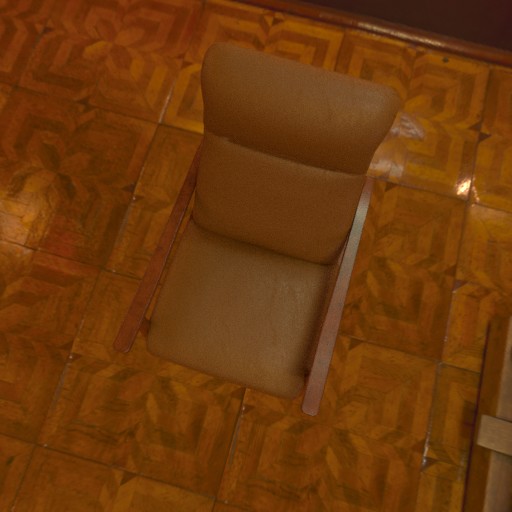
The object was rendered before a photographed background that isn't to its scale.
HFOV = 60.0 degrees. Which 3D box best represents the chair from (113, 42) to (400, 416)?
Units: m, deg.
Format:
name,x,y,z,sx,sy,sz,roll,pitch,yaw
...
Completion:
name,x,y,z,sx,sy,sz,roll,pitch,yaw
chair,0.000,0.000,1.757,0.762,1.082,1.014,17,76,4
